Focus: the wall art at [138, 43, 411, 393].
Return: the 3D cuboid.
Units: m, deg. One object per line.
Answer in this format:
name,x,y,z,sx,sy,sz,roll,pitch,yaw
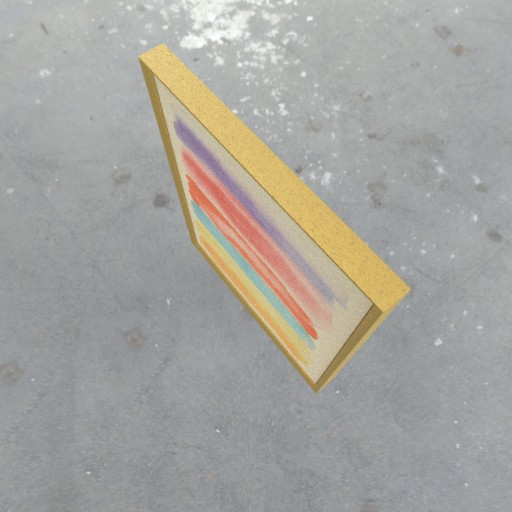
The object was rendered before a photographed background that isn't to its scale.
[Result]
wall art,0.000,0.000,0.902,0.048,0.642,0.537,-36,70,-15
